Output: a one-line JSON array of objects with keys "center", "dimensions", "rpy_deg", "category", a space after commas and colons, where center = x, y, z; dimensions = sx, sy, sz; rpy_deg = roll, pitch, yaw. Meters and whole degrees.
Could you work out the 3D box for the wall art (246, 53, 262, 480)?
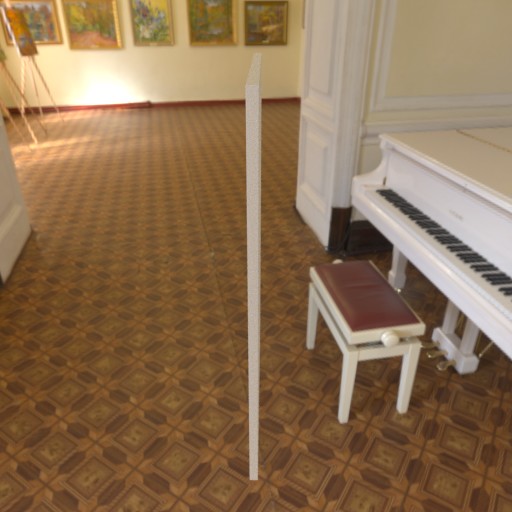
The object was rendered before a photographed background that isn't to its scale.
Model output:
[{"center": [0.000, 0.000, 0.595], "dimensions": [0.010, 0.474, 0.325], "rpy_deg": [0, 29, 1], "category": "wall art"}]
